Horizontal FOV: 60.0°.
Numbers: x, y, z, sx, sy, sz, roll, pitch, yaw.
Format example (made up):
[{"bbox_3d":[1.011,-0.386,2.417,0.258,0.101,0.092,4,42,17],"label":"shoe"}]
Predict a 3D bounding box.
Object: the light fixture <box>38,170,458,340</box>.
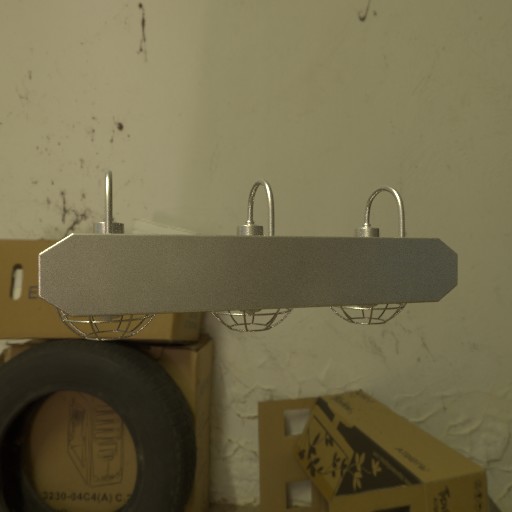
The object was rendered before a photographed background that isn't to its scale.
[{"bbox_3d":[0.000,0.000,0.746,0.634,0.254,0.229,0,0,-18],"label":"light fixture"}]
